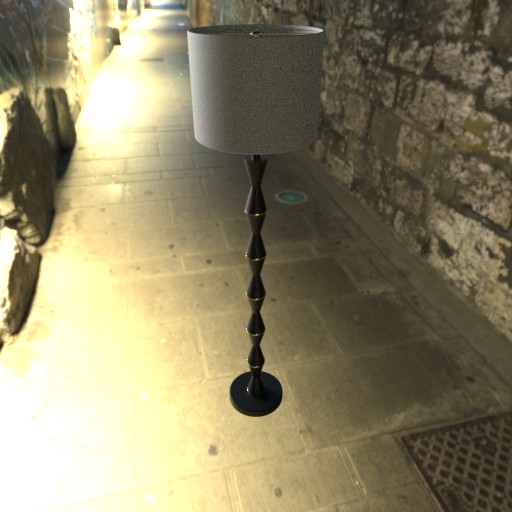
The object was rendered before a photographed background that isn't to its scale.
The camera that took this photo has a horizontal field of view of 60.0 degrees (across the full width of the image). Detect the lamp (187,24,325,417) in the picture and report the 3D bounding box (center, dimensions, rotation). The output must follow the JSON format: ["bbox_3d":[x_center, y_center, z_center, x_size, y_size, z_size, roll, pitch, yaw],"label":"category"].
[{"bbox_3d":[0.000,0.000,1.622,0.381,1.480,0.381,0,32,0],"label":"lamp"}]
